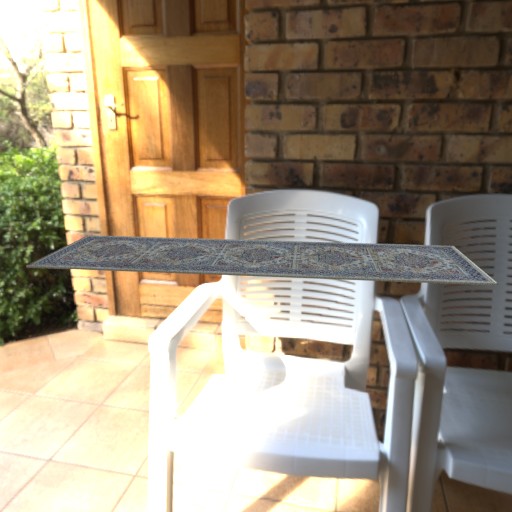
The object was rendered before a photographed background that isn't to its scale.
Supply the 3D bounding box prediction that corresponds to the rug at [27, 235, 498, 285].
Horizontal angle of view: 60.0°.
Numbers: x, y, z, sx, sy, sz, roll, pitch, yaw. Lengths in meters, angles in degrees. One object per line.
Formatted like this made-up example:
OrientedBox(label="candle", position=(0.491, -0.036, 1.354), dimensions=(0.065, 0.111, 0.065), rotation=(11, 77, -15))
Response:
OrientedBox(label="rug", position=(0.000, 0.000, 2.460), dimensions=(2.297, 0.013, 0.661), rotation=(2, 17, 6))
